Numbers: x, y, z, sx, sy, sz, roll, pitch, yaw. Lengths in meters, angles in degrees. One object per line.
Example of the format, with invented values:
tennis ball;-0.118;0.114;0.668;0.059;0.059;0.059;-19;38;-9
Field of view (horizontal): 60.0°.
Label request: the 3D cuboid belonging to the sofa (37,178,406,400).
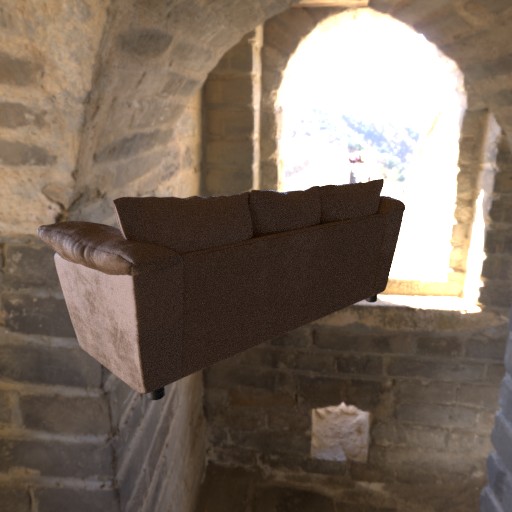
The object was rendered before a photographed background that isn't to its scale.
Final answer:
sofa;0.000;0.000;2.863;2.377;0.981;0.893;-14;20;-42
